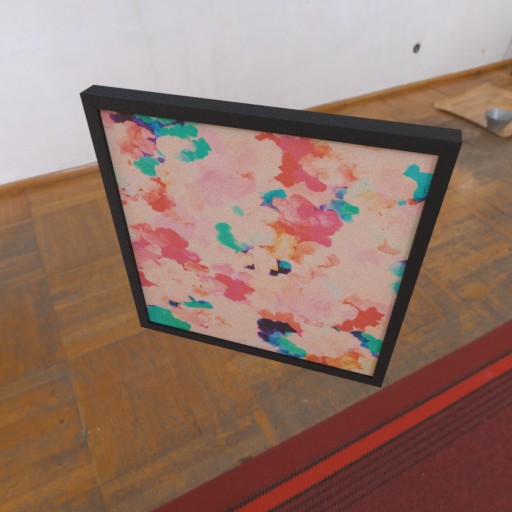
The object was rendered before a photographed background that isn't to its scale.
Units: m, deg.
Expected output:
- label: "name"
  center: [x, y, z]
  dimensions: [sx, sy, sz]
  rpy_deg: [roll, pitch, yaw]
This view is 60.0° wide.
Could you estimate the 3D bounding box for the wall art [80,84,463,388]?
- label: "wall art"
  center: [0.000, 0.000, 0.742]
  dimensions: [0.506, 0.503, 0.036]
  rpy_deg: [11, 42, 13]
